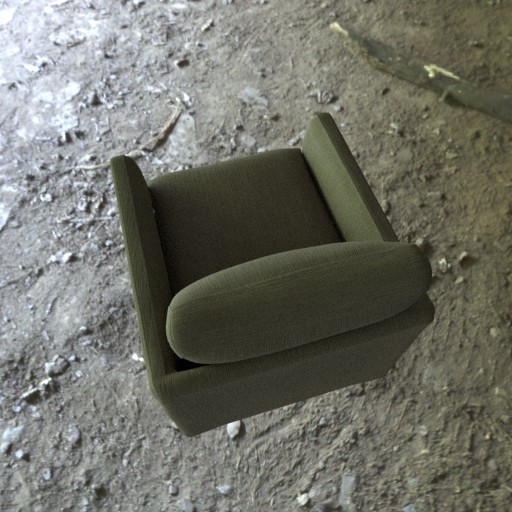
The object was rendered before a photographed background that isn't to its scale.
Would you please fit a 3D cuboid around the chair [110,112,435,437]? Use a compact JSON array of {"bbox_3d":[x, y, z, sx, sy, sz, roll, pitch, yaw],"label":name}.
[{"bbox_3d":[0.000,0.000,1.441,0.763,0.811,0.834,-14,60,-8],"label":"chair"}]
